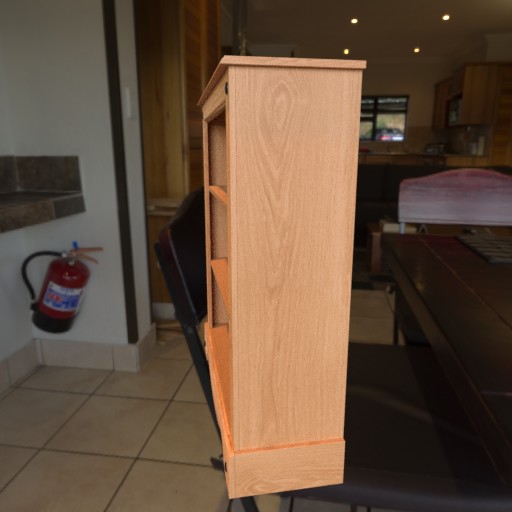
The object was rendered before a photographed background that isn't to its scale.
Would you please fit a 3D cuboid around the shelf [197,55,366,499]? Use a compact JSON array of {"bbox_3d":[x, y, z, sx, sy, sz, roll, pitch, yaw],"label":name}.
[{"bbox_3d":[0.000,0.000,1.367,0.291,0.980,0.840,-2,14,-10],"label":"shelf"}]
